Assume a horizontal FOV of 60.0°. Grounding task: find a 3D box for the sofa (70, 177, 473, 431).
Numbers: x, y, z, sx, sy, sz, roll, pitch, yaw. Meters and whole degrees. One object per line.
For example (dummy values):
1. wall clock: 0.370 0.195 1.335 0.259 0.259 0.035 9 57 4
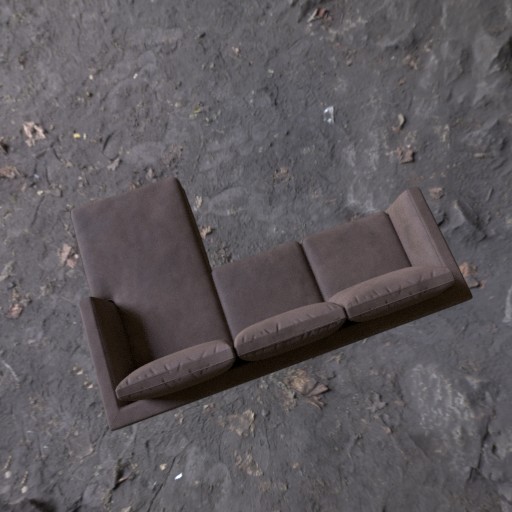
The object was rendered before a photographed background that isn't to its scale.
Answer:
1. sofa: 0.000 0.000 3.214 2.438 0.987 1.622 -19 75 -5
